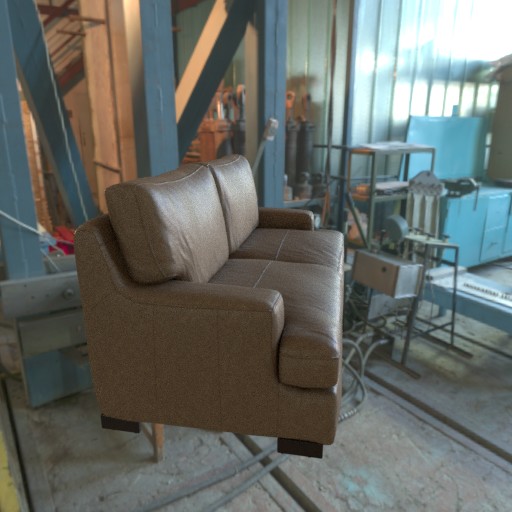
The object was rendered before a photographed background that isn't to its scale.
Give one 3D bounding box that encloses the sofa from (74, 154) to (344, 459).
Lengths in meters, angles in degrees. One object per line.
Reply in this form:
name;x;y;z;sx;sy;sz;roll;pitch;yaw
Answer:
sofa;0.000;0.000;2.393;0.962;0.980;1.855;3;17;11
